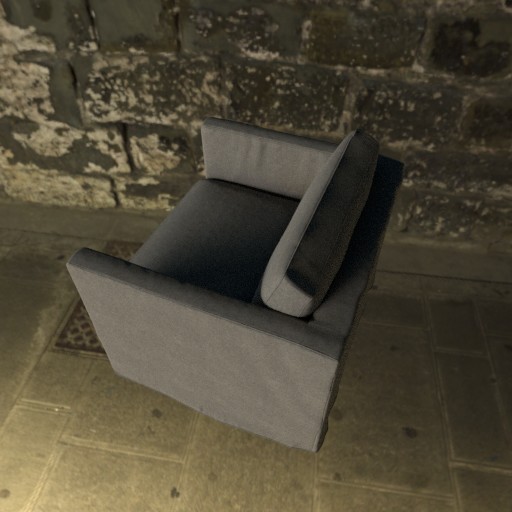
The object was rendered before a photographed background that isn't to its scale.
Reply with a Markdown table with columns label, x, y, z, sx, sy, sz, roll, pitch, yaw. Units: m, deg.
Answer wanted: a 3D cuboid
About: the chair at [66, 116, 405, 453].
| label | x | y | z | sx | sy | sz | roll | pitch | yaw |
| --- | --- | --- | --- | --- | --- | --- | --- | --- | --- |
| chair | 0.000 | 0.000 | 1.821 | 0.949 | 0.863 | 1.057 | 17 | 49 | 16 |
